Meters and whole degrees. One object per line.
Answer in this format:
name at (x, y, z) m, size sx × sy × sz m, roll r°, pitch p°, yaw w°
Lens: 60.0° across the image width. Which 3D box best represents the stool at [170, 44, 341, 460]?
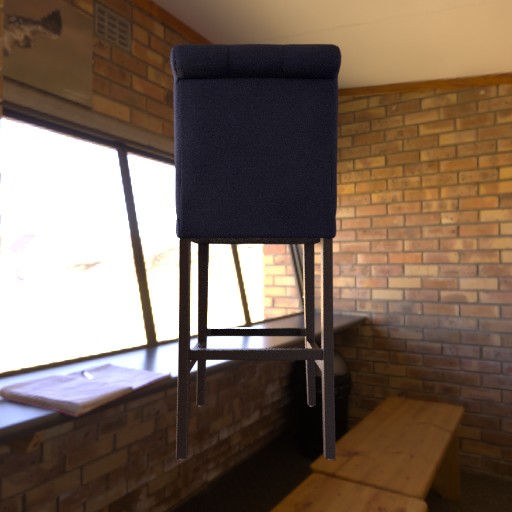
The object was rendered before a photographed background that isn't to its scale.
stool at (0.000, 0.000, 1.449) m, size 0.493 × 1.140 × 0.601 m, roll 0°, pitch -1°, yaw 0°
